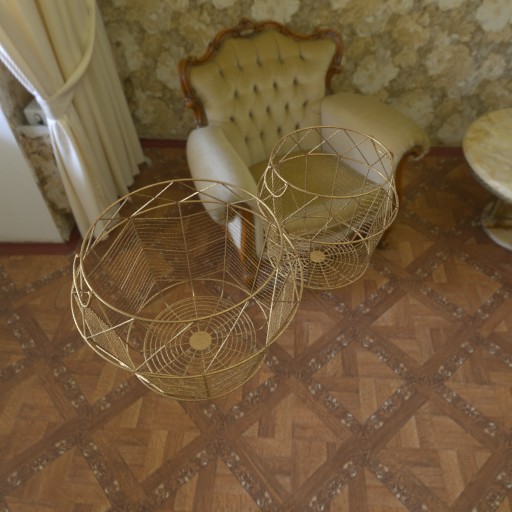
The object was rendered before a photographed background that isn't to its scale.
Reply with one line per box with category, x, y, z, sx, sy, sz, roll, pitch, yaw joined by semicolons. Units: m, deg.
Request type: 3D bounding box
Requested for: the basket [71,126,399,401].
basket;0.000;0.000;1.012;0.805;0.343;0.451;-33;55;-27
